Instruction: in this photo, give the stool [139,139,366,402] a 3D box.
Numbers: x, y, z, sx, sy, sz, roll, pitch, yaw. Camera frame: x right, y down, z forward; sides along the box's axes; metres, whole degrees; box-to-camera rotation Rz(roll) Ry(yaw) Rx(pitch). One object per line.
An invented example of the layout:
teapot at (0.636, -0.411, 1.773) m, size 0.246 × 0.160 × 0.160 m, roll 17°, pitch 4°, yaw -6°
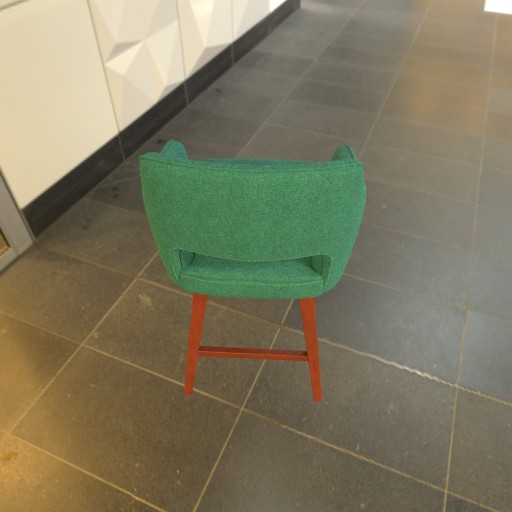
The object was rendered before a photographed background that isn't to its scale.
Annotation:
stool at (0.000, 0.000, 1.321) m, size 0.548 × 0.961 × 0.556 m, roll 2°, pitch 45°, yaw 2°
